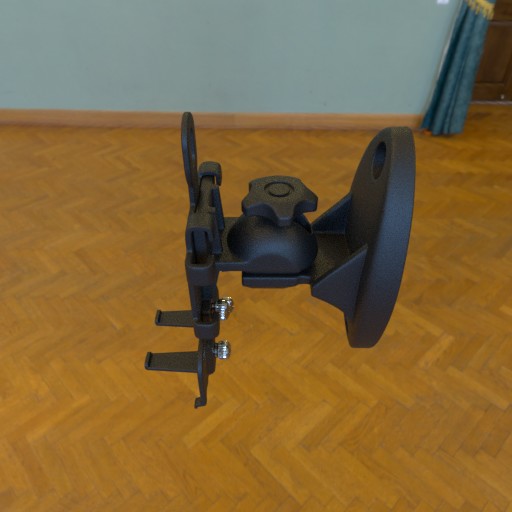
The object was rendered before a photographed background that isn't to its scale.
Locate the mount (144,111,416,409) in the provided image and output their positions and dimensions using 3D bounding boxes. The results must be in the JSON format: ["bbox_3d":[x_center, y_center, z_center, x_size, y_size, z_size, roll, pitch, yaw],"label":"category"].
[{"bbox_3d":[0.000,0.000,0.178,0.100,0.118,0.066,0,41,0],"label":"mount"}]
